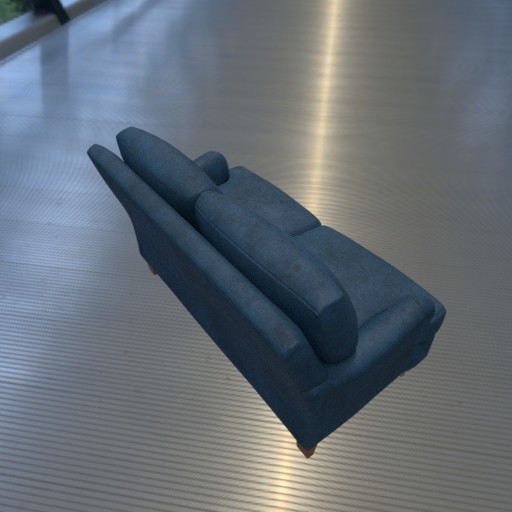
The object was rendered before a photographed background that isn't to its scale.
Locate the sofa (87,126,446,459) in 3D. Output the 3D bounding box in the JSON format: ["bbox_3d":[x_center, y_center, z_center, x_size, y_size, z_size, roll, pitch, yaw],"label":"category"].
[{"bbox_3d":[0.000,0.000,2.493,1.084,1.101,1.853,-26,47,-27],"label":"sofa"}]
